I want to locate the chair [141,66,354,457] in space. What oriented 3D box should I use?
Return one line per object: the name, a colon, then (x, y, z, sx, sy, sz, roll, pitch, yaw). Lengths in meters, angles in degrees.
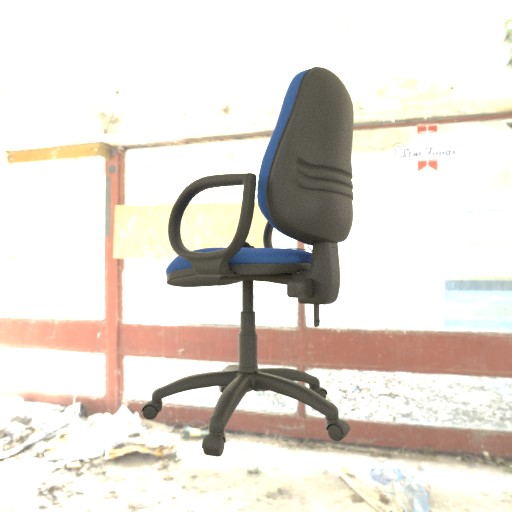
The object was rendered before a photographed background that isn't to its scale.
chair: (0.000, 0.000, 1.242, 0.549, 0.905, 0.552, -1, -2, 36)
